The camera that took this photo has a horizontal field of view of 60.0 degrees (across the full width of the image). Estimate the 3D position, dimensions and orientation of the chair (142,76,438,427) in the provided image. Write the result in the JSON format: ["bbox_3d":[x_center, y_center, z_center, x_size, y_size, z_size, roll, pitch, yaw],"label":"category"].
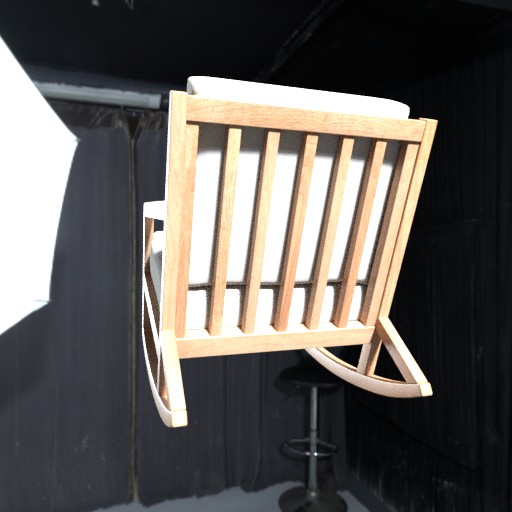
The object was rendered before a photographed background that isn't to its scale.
[{"bbox_3d":[0.000,0.000,1.360,0.622,0.790,0.857,0,1,-18],"label":"chair"}]
